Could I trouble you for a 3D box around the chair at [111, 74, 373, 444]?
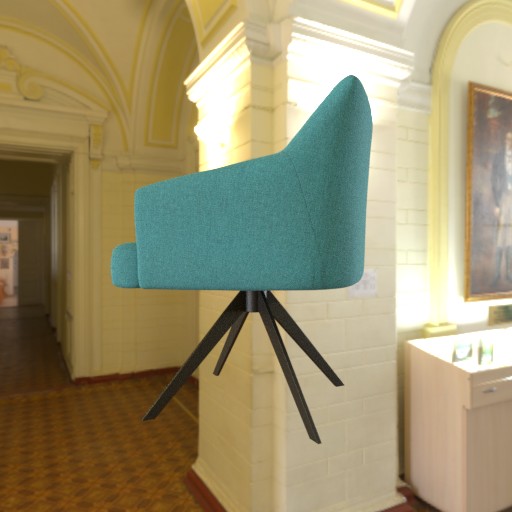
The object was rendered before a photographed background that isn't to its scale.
[{"bbox_3d":[0.000,0.000,1.337,0.677,0.874,0.642,0,0,18],"label":"chair"}]
